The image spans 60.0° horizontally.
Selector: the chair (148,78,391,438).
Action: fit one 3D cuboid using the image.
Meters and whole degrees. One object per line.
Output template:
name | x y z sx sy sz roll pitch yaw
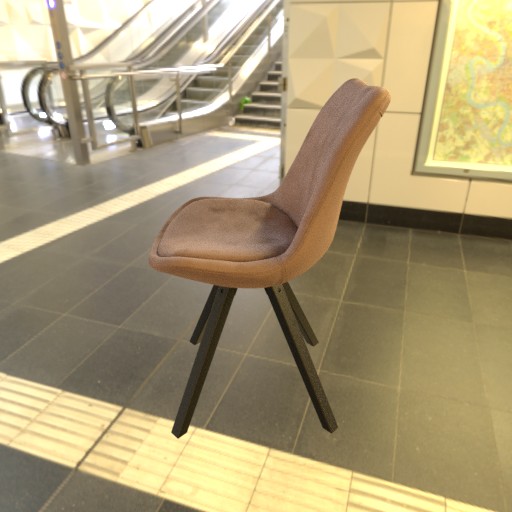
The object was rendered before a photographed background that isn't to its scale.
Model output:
chair | 0.000 0.000 1.182 0.547 0.865 0.483 0 26 -1
